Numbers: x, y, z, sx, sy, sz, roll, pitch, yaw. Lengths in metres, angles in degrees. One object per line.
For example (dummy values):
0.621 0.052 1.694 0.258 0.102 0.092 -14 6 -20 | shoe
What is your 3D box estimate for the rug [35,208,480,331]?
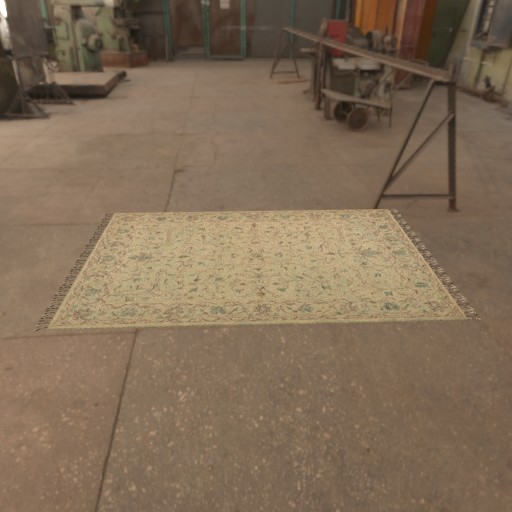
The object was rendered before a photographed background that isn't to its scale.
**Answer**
0.000 0.000 3.063 2.435 0.010 1.544 -1 30 -2 | rug
